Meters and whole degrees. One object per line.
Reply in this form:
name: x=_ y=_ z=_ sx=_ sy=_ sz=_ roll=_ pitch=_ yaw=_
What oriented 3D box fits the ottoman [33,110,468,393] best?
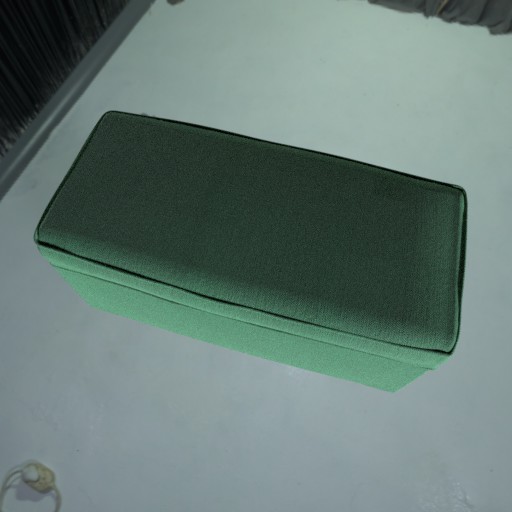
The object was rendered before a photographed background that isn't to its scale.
ottoman: x=0.000 y=0.000 z=1.212 sx=0.957 sy=0.471 sz=0.483 roll=14 pitch=64 yaw=7
